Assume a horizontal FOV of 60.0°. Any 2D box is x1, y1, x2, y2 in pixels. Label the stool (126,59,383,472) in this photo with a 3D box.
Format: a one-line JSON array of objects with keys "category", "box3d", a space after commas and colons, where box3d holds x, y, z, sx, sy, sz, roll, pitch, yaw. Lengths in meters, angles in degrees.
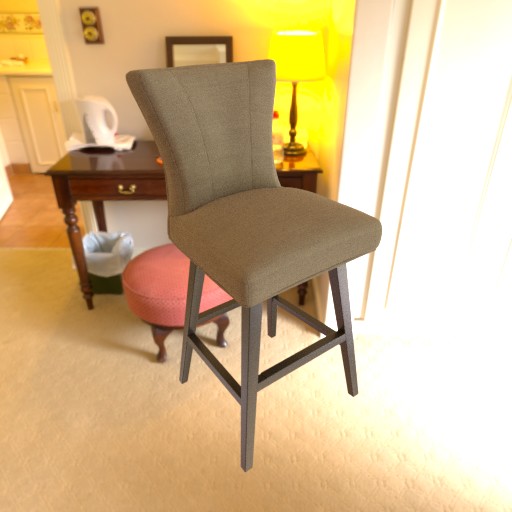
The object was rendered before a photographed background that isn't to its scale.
[{"category": "stool", "box3d": [0.000, 0.000, 1.404, 0.514, 1.086, 0.574, -21, 35, -32]}]
